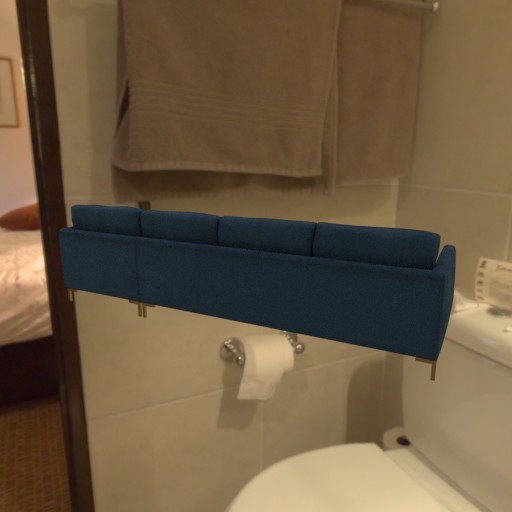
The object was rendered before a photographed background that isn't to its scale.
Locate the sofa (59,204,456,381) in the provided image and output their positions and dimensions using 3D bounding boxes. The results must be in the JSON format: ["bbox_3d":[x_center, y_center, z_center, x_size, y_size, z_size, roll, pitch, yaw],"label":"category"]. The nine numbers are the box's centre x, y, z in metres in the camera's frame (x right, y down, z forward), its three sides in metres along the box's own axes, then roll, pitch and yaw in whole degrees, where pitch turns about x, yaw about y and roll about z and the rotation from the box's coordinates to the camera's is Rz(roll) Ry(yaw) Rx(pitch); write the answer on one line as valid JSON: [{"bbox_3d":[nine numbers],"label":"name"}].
[{"bbox_3d":[0.000,0.000,3.527,2.932,0.810,1.350,7,15,26],"label":"sofa"}]
